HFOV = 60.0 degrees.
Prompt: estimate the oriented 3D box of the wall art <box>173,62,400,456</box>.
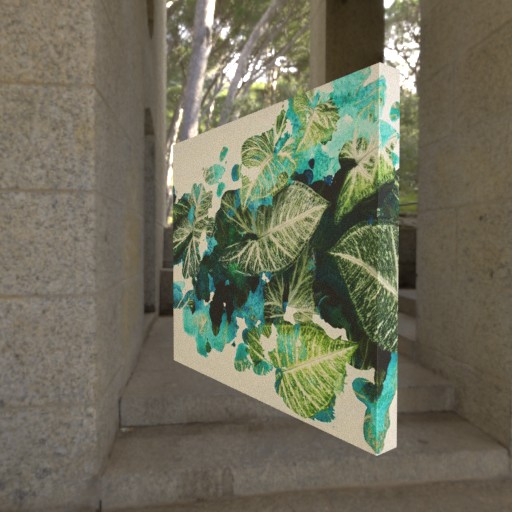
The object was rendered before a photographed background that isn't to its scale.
[{"bbox_3d":[0.000,0.000,0.704,0.041,0.435,0.507,-1,2,-37],"label":"wall art"}]
